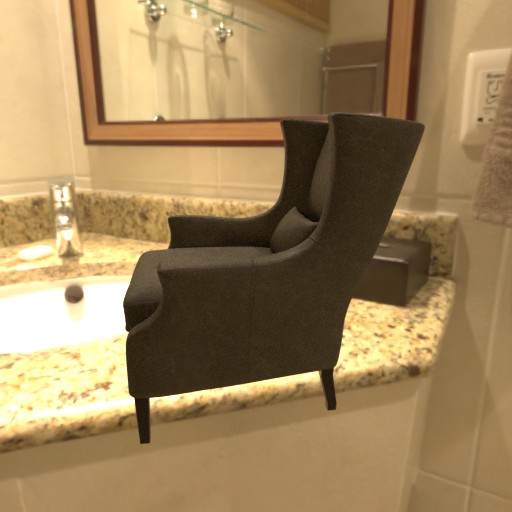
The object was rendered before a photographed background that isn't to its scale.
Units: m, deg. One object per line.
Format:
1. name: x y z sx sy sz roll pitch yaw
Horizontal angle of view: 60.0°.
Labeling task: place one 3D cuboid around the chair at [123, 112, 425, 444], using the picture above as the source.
1. chair: 0.000 0.000 1.687 0.926 1.016 0.853 -2 16 -8
